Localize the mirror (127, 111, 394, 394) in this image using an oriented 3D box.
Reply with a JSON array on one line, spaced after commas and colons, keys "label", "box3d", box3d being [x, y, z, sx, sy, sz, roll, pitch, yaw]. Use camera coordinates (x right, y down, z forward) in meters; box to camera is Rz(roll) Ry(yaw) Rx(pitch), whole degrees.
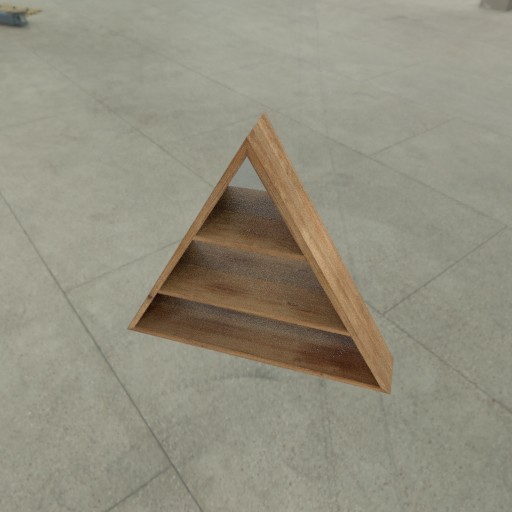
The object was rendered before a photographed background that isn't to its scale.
[{"label": "mirror", "box3d": [0.000, 0.000, 0.873, 0.631, 0.548, 0.100, 11, 42, 12]}]
